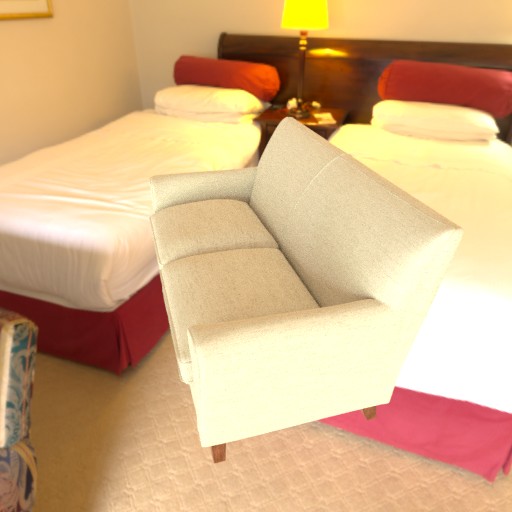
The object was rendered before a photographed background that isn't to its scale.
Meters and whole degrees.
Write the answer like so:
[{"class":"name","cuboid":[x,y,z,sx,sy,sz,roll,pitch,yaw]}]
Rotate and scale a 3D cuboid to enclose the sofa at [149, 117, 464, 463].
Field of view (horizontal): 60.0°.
[{"class":"sofa","cuboid":[0.000,0.000,2.060,0.891,0.892,1.482,-9,32,-14]}]
